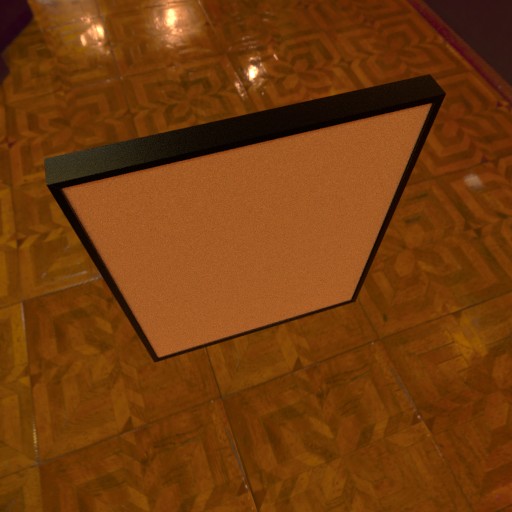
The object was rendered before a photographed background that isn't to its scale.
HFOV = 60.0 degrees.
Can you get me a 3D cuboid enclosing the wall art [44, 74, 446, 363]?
[{"bbox_3d":[0.000,0.000,0.722,0.451,0.553,0.039,-15,60,-9],"label":"wall art"}]
